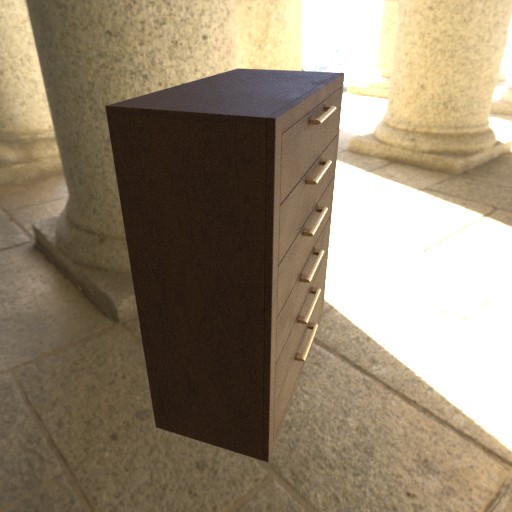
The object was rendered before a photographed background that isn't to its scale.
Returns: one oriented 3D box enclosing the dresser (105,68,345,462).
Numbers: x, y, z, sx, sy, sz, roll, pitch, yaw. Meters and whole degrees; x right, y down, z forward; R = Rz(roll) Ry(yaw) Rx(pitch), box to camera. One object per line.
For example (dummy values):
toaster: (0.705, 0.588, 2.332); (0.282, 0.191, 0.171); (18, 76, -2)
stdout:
dresser: (0.000, 0.000, 1.826); (0.516, 1.320, 0.964); (10, 30, 17)
